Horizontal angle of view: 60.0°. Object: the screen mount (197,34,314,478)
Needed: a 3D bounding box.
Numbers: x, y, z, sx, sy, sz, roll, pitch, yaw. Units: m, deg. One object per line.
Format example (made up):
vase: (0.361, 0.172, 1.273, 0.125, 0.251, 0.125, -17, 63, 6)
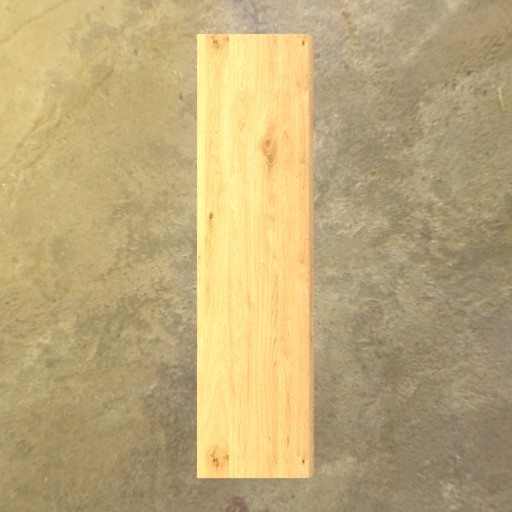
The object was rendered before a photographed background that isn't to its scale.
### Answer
screen mount: (0.000, 0.000, 1.912, 0.450, 0.430, 1.700, 0, 90, 0)
